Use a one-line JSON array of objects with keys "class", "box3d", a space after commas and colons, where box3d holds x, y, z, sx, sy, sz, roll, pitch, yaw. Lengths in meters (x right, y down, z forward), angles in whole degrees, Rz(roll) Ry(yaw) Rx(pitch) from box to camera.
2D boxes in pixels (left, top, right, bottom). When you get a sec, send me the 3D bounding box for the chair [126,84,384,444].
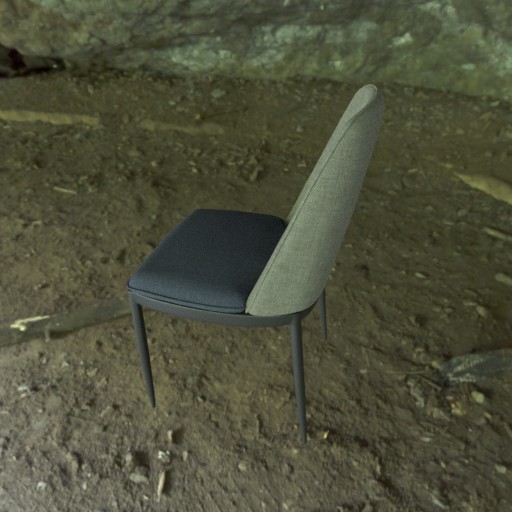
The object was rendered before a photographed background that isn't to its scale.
[{"class": "chair", "box3d": [0.000, 0.000, 1.180, 0.550, 0.855, 0.488, 8, 31, 13]}]
